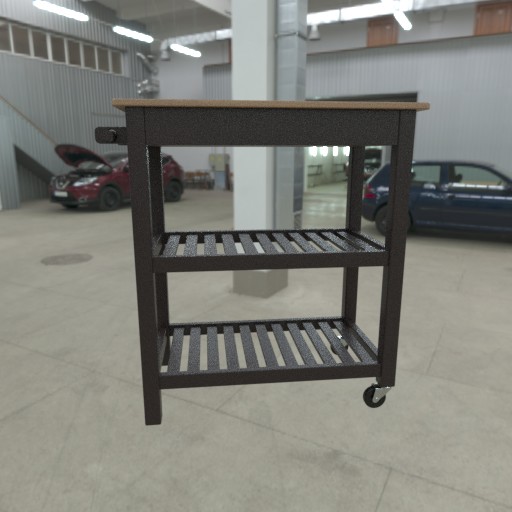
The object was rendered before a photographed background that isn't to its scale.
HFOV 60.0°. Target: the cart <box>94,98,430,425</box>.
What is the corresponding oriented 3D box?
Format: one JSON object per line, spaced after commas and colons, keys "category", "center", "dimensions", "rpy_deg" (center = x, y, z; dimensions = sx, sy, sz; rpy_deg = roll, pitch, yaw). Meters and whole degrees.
{"category": "cart", "center": [0.000, 0.000, 1.466], "dimensions": [0.899, 0.927, 0.457], "rpy_deg": [-1, 13, -6]}
